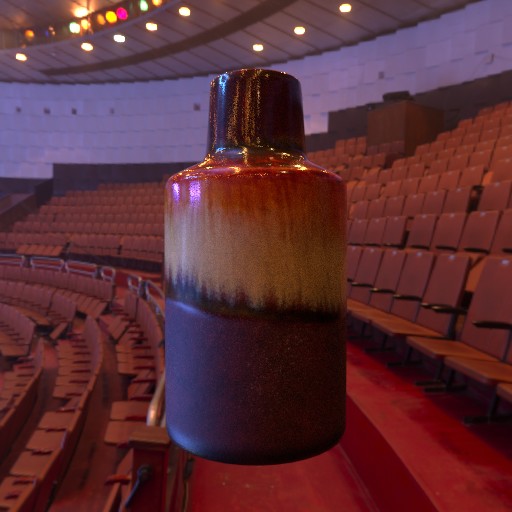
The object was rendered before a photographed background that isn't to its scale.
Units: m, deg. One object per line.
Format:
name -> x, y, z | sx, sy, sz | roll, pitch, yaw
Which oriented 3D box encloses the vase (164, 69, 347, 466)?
vase -> 0.000, 0.000, 0.267 | 0.108, 0.204, 0.108 | 0, 2, 0
